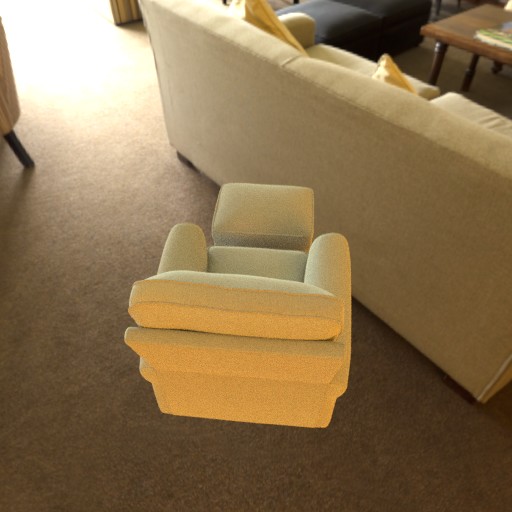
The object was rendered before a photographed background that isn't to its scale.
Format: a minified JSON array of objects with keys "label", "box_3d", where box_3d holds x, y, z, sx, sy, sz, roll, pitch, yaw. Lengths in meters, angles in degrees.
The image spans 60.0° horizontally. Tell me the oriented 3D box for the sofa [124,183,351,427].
[{"label":"sofa","box_3d":[0.000,0.000,2.086,0.880,0.959,1.478,4,46,4]}]
